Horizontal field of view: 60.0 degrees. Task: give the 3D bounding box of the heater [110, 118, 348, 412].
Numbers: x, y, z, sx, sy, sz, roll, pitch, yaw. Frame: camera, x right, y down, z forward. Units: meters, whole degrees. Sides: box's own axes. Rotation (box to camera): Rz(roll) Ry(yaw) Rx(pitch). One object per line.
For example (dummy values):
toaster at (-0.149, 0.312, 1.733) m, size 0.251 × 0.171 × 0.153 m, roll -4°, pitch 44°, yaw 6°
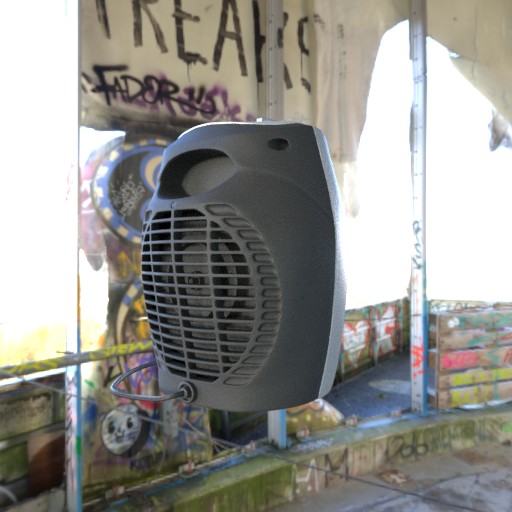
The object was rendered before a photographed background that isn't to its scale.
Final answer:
heater at (0.000, 0.000, 0.469) m, size 0.239 × 0.240 × 0.291 m, roll 0°, pitch 0°, yaw 36°
